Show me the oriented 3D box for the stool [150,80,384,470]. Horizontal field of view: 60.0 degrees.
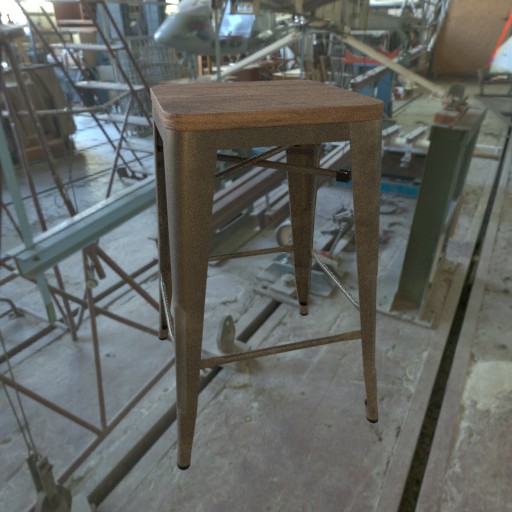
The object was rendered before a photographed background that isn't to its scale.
[{"bbox_3d":[0.000,0.000,0.872,0.407,0.607,0.407,-8,29,-14],"label":"stool"}]
